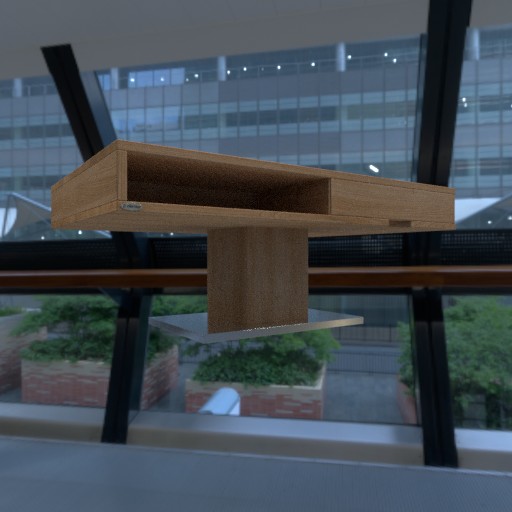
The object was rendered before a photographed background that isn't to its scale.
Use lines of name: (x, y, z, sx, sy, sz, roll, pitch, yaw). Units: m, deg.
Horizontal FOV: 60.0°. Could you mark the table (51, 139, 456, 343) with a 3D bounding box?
table: (0.000, 0.000, 1.427, 1.100, 0.440, 0.700, 0, 0, -34)
